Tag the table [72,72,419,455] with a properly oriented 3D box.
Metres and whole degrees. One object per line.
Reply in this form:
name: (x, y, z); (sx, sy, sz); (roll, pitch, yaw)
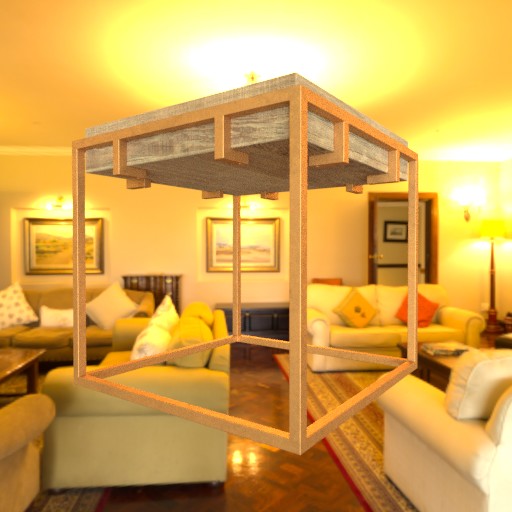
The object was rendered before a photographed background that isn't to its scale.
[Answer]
table: (0.000, 0.000, 1.078); (0.599, 0.584, 0.599); (1, 1, 36)
